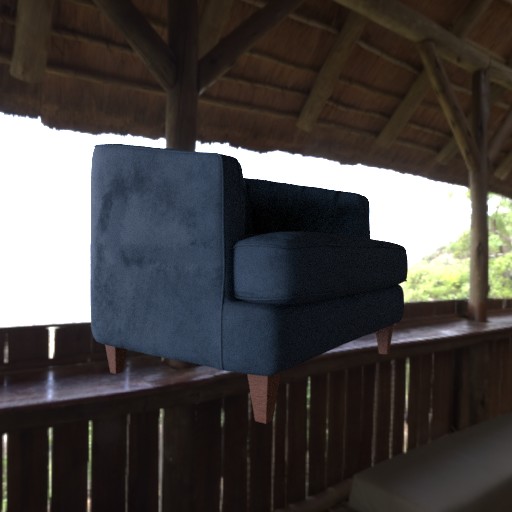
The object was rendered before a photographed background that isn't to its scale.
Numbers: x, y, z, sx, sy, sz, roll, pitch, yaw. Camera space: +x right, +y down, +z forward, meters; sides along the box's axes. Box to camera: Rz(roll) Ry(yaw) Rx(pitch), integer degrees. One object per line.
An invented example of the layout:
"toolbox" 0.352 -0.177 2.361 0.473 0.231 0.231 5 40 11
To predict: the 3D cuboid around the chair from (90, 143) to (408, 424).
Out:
"chair" 0.000 0.000 1.744 0.940 0.852 1.094 0 0 35
